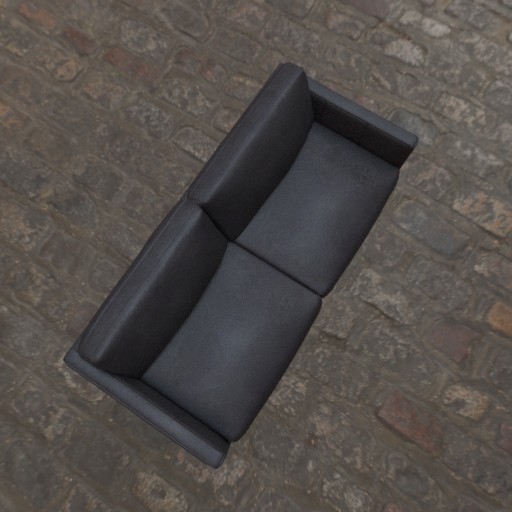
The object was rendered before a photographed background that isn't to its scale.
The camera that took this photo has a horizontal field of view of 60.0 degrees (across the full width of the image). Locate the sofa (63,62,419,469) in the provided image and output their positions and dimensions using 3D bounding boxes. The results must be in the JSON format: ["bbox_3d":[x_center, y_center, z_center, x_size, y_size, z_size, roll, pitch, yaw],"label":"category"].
[{"bbox_3d":[0.000,0.000,2.456,0.933,0.863,1.971,32,78,8],"label":"sofa"}]
